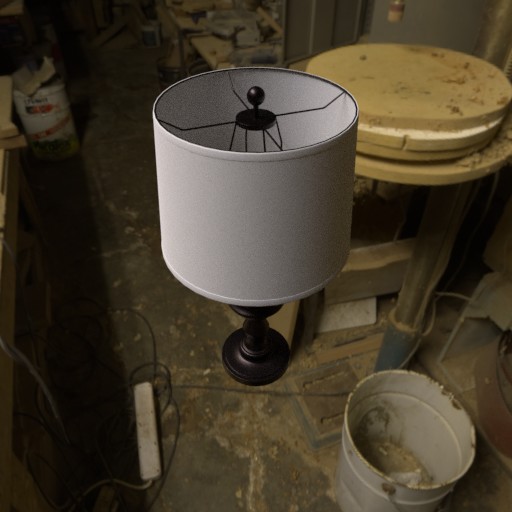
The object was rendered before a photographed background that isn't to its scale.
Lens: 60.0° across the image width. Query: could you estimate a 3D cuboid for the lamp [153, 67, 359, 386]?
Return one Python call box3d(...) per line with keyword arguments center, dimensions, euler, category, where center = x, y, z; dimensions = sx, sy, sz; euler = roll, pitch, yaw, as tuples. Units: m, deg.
box3d(center=(0.000, 0.000, 0.949), dimensions=(0.383, 0.726, 0.383), euler=(0, 42, 0), category="lamp")
